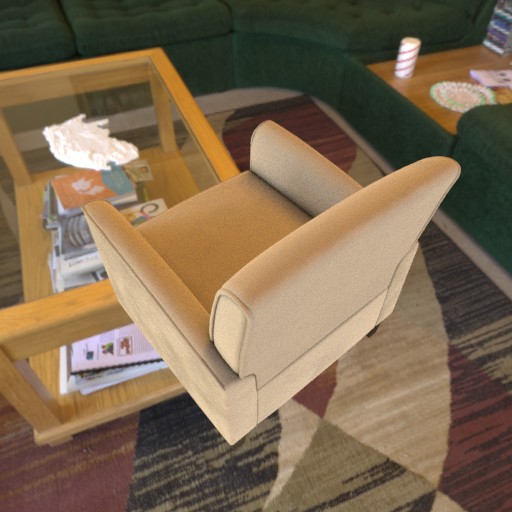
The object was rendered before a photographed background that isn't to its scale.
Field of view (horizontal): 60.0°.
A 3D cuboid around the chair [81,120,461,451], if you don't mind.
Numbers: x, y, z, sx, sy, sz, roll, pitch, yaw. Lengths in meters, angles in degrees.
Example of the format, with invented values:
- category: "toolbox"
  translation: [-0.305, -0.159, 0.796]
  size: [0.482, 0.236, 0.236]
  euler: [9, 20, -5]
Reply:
- category: "chair"
  translation: [0.000, 0.000, 1.527]
  size: [0.820, 0.915, 0.821]
  euler: [-32, 55, -26]
